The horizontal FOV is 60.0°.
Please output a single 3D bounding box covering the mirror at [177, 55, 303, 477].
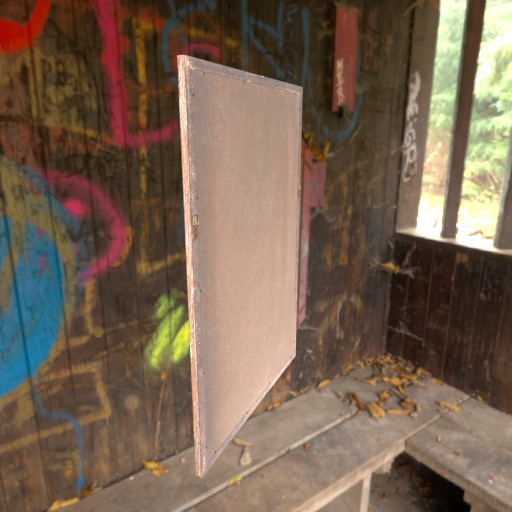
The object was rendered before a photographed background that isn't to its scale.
[{"bbox_3d":[0.000,0.000,1.310,0.025,0.996,0.705,7,17,24],"label":"mirror"}]
